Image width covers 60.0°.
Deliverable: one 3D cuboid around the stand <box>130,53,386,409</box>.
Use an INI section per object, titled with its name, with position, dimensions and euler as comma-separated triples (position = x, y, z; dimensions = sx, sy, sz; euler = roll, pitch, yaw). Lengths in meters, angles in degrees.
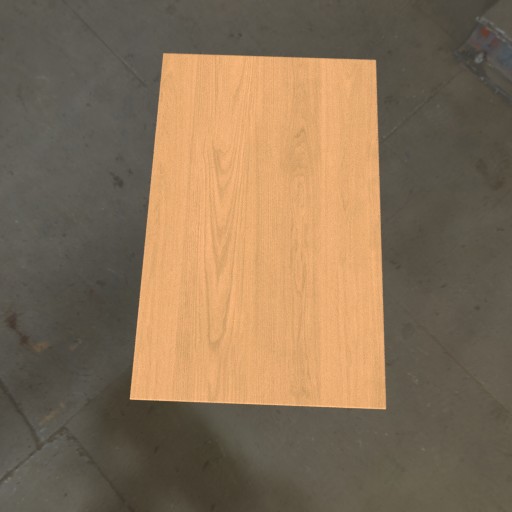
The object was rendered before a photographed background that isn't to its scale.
[stand]
position = 0.000, 0.000, 1.004
dimensions = 0.400, 0.600, 0.630
euler = 2, 77, 0
